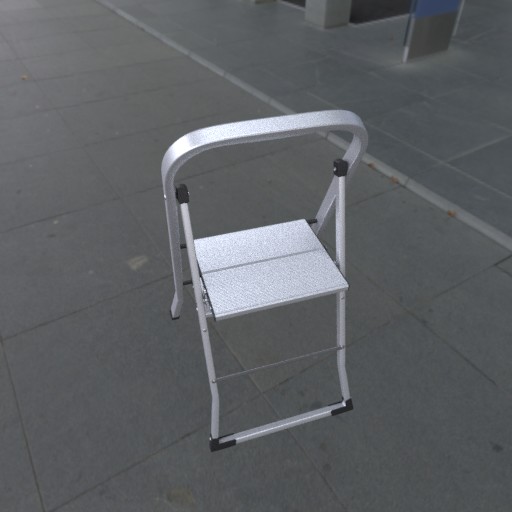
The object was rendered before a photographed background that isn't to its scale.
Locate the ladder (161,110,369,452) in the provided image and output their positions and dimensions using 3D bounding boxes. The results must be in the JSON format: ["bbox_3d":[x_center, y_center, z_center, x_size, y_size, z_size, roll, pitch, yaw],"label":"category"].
[{"bbox_3d":[0.000,0.000,1.130,0.465,0.830,0.530,-12,42,-13],"label":"ladder"}]
